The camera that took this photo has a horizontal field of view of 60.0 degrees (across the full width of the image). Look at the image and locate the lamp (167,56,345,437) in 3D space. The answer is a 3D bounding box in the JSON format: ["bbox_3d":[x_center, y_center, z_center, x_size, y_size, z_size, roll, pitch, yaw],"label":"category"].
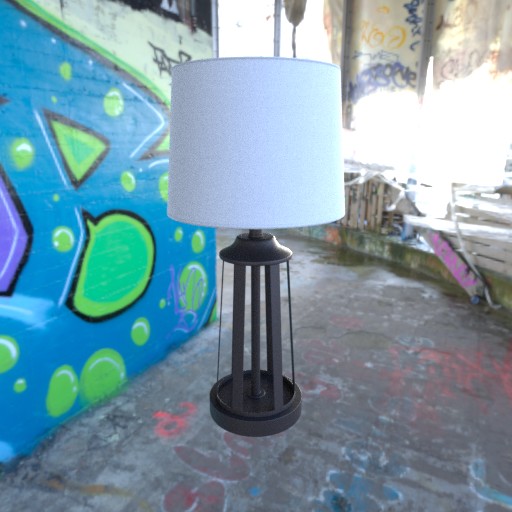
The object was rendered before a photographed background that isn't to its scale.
[{"bbox_3d":[0.000,0.000,0.654,0.251,0.509,0.251,0,15,0],"label":"lamp"}]
